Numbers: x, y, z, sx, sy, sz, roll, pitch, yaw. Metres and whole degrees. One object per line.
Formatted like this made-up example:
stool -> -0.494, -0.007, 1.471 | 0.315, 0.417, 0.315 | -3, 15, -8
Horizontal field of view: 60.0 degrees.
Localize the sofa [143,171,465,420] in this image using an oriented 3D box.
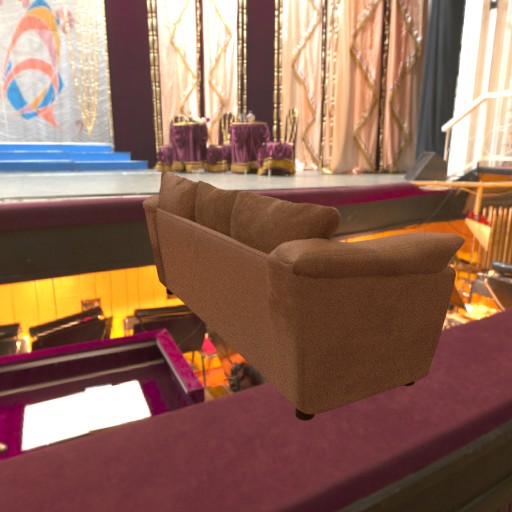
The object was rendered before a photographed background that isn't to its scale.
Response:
sofa -> 0.000, 0.000, 2.812 | 0.893, 0.981, 2.377 | -7, 15, -27
